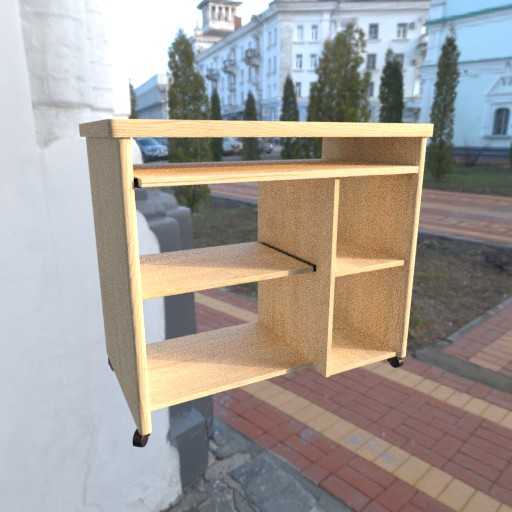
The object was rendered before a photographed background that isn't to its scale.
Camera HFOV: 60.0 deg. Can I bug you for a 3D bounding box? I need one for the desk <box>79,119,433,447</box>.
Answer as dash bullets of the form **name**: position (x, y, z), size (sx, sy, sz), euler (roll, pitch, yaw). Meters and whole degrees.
- **desk**: position (0.000, 0.000, 1.349), size (0.885, 0.770, 0.480), euler (-8, 17, -26)
